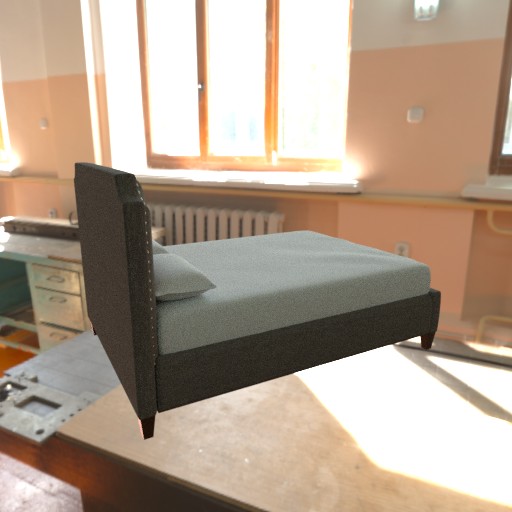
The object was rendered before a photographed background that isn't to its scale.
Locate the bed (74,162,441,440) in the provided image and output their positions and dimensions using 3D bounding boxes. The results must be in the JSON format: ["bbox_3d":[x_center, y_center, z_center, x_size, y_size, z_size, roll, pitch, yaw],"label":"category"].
[{"bbox_3d":[0.000,0.000,3.519,2.381,1.457,1.713,-8,16,-28],"label":"bed"}]
